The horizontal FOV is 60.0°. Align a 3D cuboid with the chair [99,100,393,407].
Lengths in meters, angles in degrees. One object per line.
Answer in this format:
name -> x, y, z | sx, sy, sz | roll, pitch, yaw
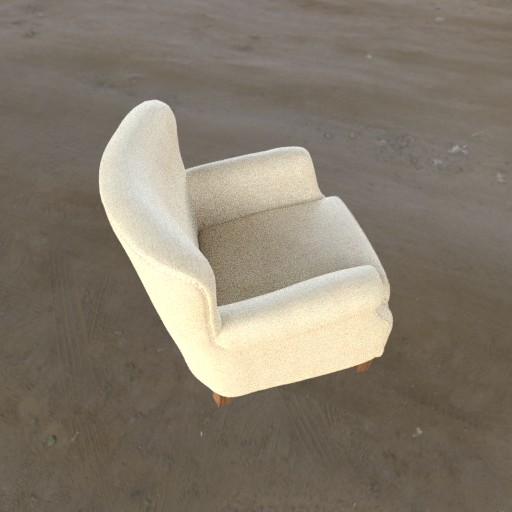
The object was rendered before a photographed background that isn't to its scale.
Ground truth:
chair -> 0.000, 0.000, 1.654 | 0.921, 0.936, 0.861 | -11, 48, -10
